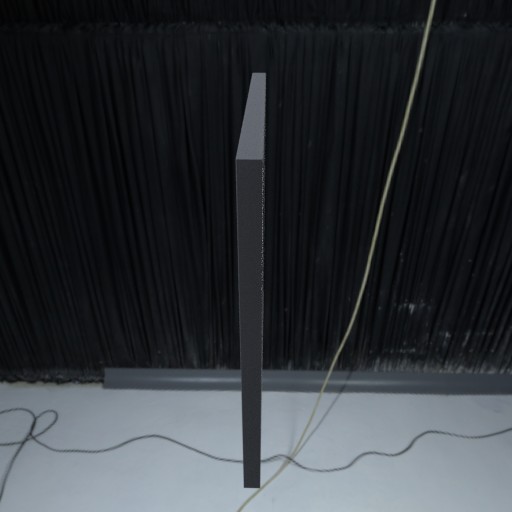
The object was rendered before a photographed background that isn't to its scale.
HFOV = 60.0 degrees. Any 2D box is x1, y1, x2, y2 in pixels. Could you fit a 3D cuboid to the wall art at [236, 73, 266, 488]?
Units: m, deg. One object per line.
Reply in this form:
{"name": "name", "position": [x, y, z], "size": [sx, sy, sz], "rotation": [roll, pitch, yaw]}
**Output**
{"name": "wall art", "position": [0.000, 0.000, 1.128], "size": [0.037, 0.760, 0.762], "rotation": [1, 31, 1]}
